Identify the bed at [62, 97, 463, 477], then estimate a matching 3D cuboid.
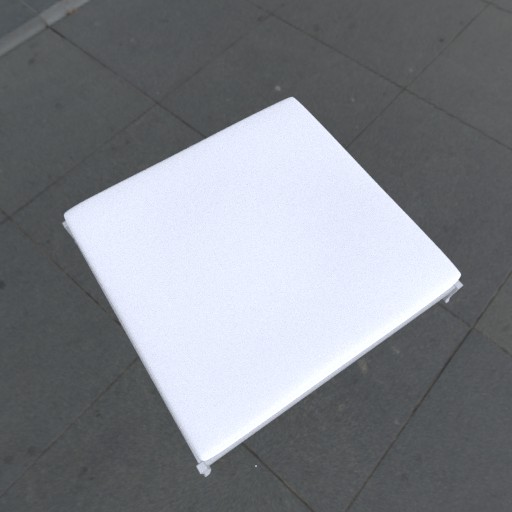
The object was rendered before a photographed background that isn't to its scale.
[{"bbox_3d":[0.000,0.000,3.167,2.108,0.510,2.007,-31,68,-14],"label":"bed"}]
